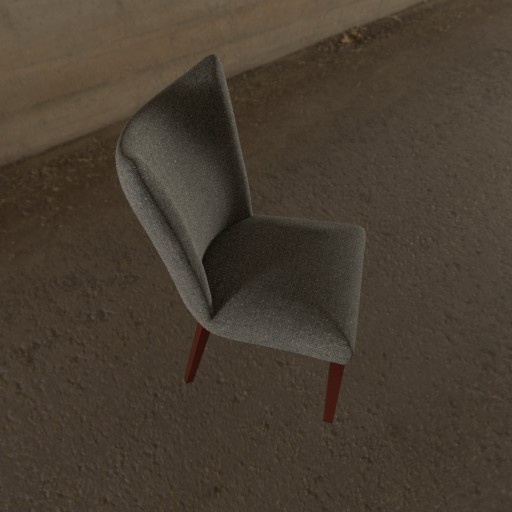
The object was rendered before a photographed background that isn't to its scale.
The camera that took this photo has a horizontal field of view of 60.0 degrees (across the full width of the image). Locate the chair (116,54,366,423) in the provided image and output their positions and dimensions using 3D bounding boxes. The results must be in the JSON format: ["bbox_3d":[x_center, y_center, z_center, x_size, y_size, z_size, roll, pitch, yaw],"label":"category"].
[{"bbox_3d":[0.000,0.000,1.291,0.623,0.924,0.535,10,47,9],"label":"chair"}]
